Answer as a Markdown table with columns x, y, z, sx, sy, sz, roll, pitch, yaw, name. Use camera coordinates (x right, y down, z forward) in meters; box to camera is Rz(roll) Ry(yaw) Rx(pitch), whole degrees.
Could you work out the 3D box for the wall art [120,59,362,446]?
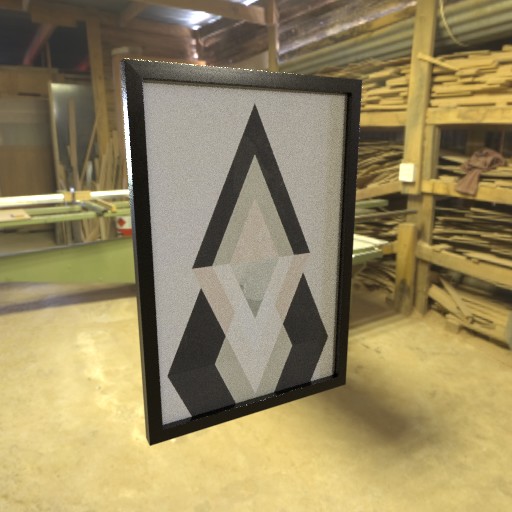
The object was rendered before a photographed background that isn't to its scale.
| x | y | z | sx | sy | sz | roll | pitch | yaw | name |
| --- | --- | --- | --- | --- | --- | --- | --- | --- | --- |
| 0.000 | 0.000 | 0.586 | 0.314 | 0.455 | 0.019 | -7 | 16 | -27 | wall art |
